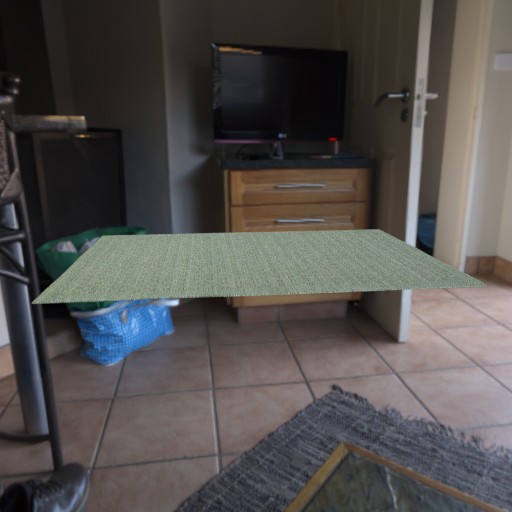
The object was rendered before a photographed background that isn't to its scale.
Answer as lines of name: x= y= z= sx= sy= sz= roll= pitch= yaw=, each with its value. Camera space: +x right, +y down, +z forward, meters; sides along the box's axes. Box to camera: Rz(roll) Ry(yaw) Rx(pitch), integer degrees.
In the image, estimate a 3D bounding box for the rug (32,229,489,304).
rug: x=0.000 y=0.000 z=2.230 sx=1.747 sy=0.006 sz=1.143 roll=-2 pitch=15 yaw=-6
